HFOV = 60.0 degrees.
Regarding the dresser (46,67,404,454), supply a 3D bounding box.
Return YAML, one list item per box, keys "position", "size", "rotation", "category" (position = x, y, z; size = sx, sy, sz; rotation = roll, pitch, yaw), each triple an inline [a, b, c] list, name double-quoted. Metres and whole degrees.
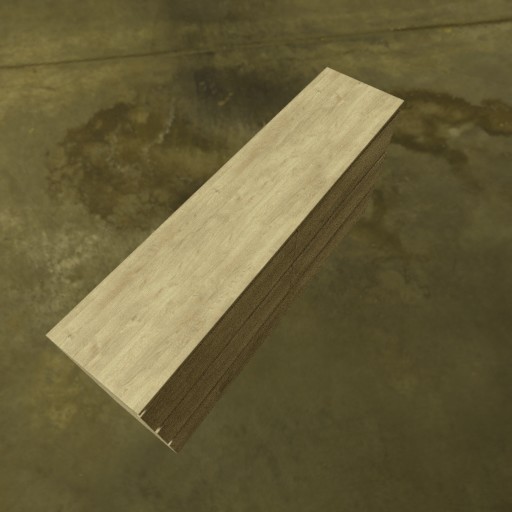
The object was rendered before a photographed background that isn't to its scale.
- position: [0.000, 0.000, 1.929]
  size: [0.390, 0.795, 1.590]
  rotation: [32, 63, 18]
  category: "dresser"
